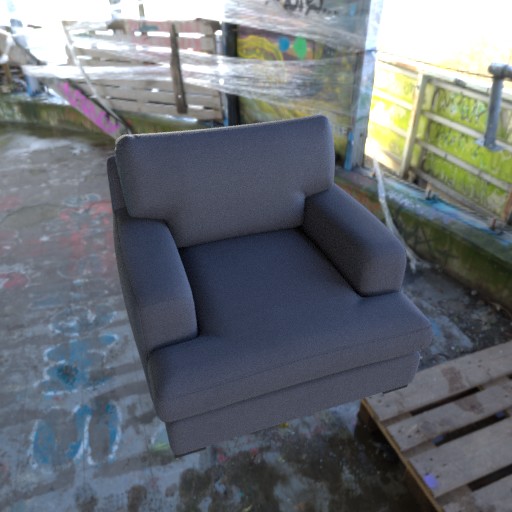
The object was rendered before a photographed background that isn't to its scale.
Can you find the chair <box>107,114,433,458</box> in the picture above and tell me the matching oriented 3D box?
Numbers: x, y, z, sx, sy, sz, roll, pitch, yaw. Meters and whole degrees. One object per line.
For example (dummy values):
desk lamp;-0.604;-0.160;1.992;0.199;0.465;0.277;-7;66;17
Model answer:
chair;0.000;0.000;1.954;1.168;0.940;1.143;-11;35;-16
